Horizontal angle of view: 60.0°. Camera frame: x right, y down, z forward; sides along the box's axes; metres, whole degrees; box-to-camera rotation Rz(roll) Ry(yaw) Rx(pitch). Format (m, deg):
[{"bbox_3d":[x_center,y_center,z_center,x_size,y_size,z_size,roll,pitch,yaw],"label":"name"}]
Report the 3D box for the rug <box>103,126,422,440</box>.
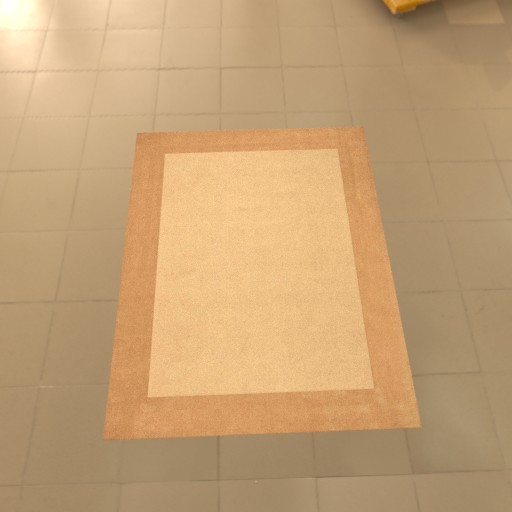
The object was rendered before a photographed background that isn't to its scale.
[{"bbox_3d":[0.000,0.000,4.073,2.438,0.014,3.048,-2,63,-1],"label":"rug"}]
